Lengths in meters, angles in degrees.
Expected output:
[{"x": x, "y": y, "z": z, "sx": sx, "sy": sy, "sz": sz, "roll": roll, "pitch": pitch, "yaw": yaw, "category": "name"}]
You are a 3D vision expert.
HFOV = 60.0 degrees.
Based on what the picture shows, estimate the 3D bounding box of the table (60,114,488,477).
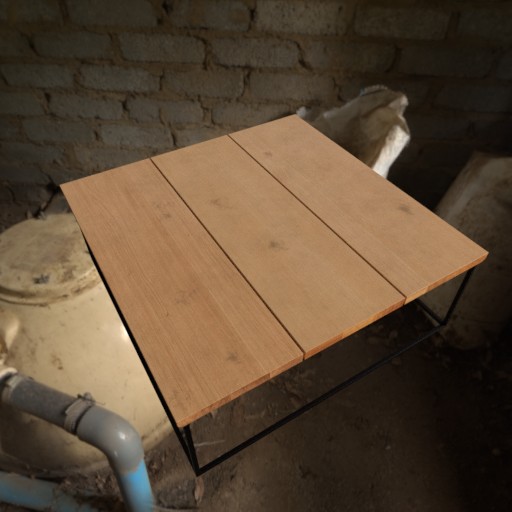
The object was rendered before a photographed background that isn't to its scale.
[{"x": 0.000, "y": 0.000, "z": 1.711, "sx": 1.100, "sy": 0.400, "sz": 1.100, "roll": -23, "pitch": 49, "yaw": -22, "category": "table"}]
